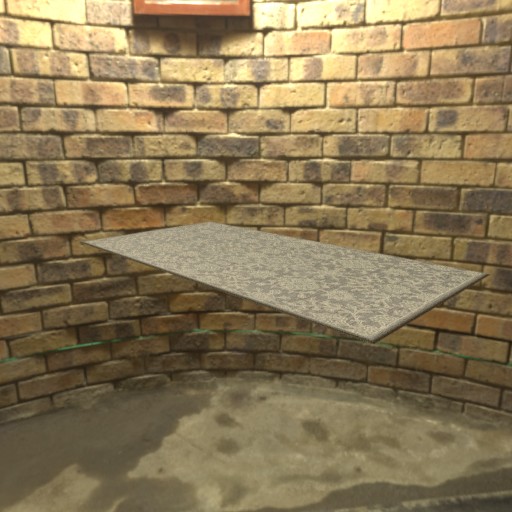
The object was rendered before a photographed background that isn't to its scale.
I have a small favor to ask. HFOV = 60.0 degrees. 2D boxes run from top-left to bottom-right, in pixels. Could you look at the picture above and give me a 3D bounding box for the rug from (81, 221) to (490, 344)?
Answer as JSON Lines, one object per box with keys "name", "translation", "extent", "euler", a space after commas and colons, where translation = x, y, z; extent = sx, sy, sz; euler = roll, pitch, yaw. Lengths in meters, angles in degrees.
{"name": "rug", "translation": [0.000, 0.000, 3.590], "extent": [3.048, 0.011, 1.546], "euler": [14, 20, 43]}
